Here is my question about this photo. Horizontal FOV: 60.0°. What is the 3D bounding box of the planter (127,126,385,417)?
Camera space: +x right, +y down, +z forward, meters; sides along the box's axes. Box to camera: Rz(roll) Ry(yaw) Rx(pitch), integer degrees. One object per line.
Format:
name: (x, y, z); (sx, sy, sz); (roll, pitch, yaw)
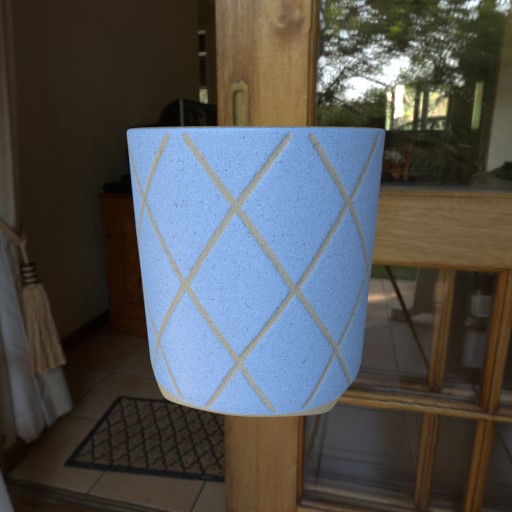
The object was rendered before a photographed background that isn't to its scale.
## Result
planter: (0.000, 0.000, 0.364); (0.191, 0.200, 0.191); (0, 15, 0)
